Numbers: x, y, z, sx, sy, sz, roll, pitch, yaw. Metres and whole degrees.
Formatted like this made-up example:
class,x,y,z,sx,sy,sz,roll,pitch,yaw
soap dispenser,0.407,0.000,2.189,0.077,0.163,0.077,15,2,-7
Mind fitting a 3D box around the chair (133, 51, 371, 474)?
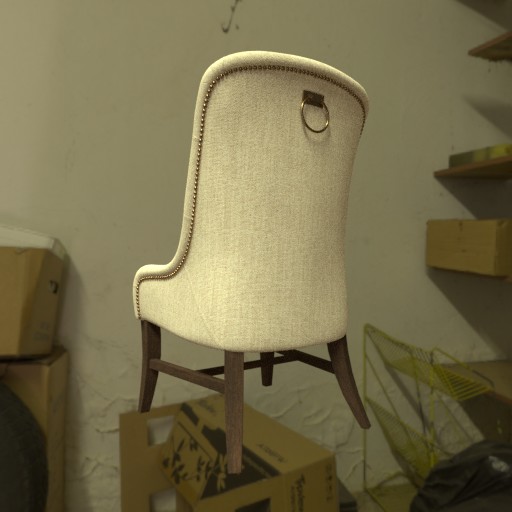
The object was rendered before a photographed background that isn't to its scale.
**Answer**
class,x,y,z,sx,sy,sz,roll,pitch,yaw
chair,0.000,0.000,1.472,0.634,1.091,0.629,0,0,-36
